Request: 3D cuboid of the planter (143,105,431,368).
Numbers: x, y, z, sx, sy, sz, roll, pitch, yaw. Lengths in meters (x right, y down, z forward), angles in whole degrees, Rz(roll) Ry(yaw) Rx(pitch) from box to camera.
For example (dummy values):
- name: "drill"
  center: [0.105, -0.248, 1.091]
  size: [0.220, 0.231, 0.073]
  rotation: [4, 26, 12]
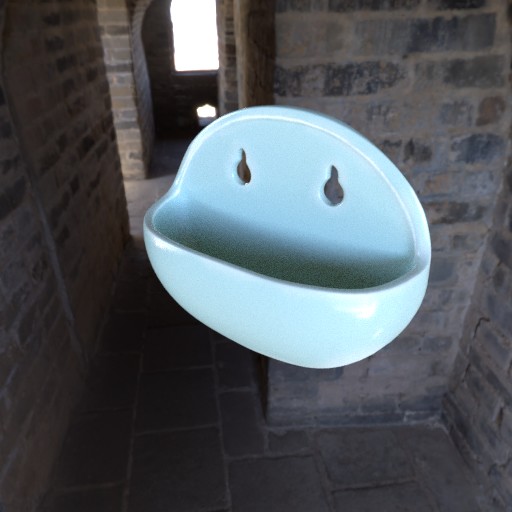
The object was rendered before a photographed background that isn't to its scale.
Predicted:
- name: "planter"
  center: [0.000, 0.000, 0.266]
  size: [0.189, 0.164, 0.073]
  rotation: [18, 33, 30]
